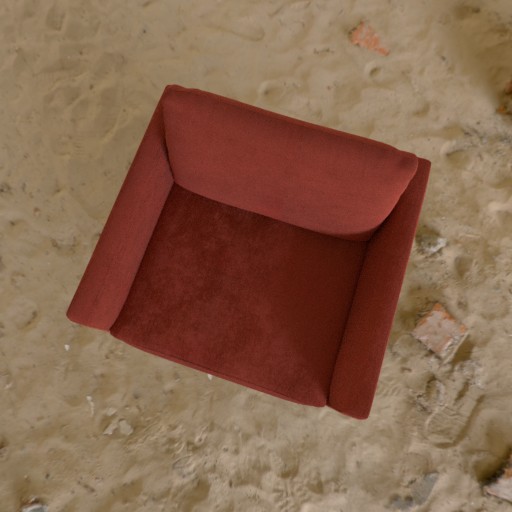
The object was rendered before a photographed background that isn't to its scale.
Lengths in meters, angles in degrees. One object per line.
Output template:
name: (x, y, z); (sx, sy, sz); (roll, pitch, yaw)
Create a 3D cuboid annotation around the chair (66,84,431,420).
chair: (0.000, 0.000, 1.585); (0.964, 0.812, 0.875); (18, 76, 4)
